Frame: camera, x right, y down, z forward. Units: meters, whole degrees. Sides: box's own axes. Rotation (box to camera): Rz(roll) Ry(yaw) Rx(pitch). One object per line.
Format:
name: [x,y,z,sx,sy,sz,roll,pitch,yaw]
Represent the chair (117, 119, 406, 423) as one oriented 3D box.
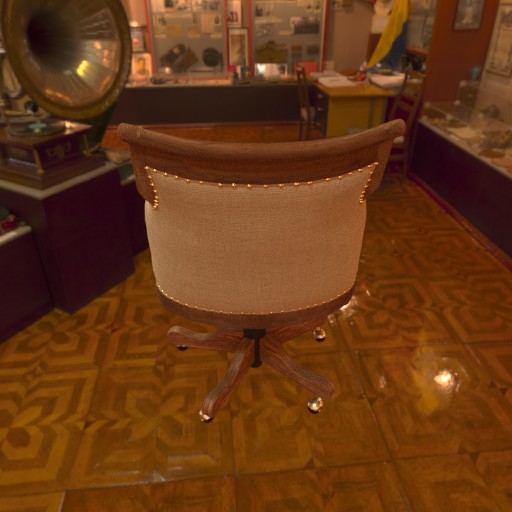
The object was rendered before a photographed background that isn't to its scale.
chair: [0.000,0.000,1.404,0.656,0.965,0.689,-2,31,-3]
